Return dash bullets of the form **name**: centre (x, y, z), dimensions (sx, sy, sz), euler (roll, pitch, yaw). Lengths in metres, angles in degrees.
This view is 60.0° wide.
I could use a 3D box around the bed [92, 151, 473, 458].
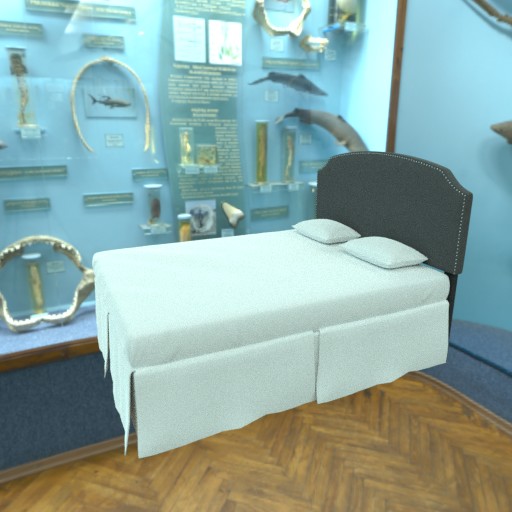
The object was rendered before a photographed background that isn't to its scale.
- **bed**: centre (0.000, 0.000, 2.868), dimensions (1.999, 1.270, 1.558), euler (-8, 18, -24)
